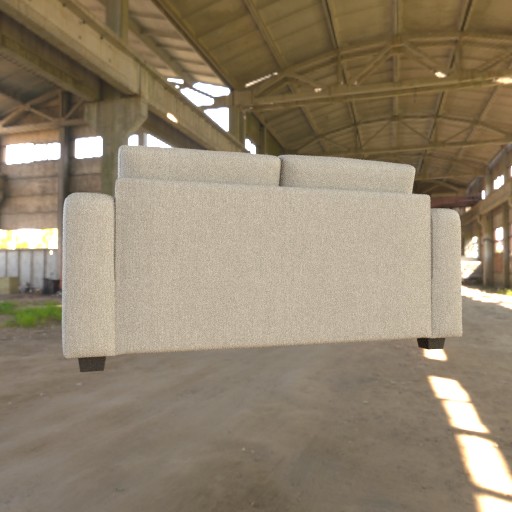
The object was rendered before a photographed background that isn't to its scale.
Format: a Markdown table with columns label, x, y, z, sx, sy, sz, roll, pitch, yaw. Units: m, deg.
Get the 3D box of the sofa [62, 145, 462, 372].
| label | x | y | z | sx | sy | sz | roll | pitch | yaw |
| --- | --- | --- | --- | --- | --- | --- | --- | --- | --- |
| sofa | 0.000 | 0.000 | 2.028 | 1.540 | 0.800 | 0.900 | 0 | -1 | -17 |
